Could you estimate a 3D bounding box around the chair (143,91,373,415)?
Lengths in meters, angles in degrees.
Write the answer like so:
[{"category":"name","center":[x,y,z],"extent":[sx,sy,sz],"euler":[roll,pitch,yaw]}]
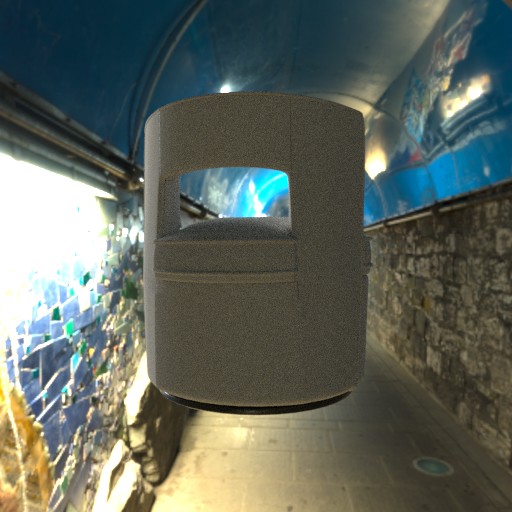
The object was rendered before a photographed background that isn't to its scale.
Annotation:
[{"category":"chair","center":[0.000,0.000,1.275],"extent":[0.650,0.723,0.665],"euler":[0,0,17]}]
